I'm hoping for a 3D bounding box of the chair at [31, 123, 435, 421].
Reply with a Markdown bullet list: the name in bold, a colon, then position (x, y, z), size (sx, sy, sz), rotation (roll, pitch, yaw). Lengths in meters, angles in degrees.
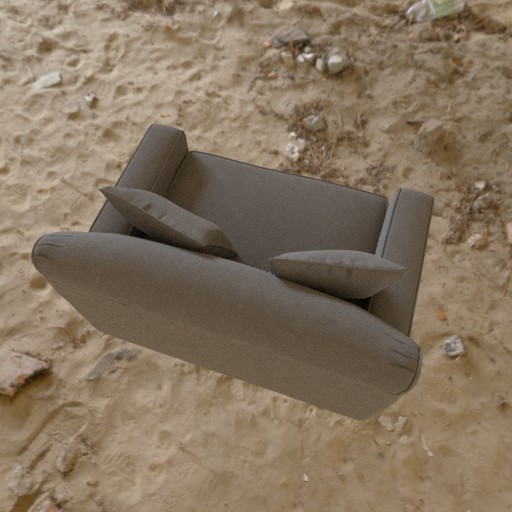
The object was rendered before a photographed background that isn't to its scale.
- **chair**: position (0.000, 0.000, 2.006), size (1.395, 0.953, 0.992), rotation (17, 64, 8)
